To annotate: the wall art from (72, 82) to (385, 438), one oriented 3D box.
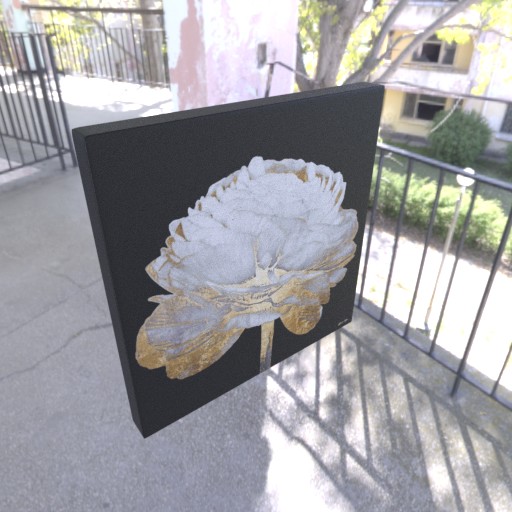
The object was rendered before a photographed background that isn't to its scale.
[{"bbox_3d":[0.000,0.000,0.606,0.406,0.407,0.041,-21,37,-31],"label":"wall art"}]
